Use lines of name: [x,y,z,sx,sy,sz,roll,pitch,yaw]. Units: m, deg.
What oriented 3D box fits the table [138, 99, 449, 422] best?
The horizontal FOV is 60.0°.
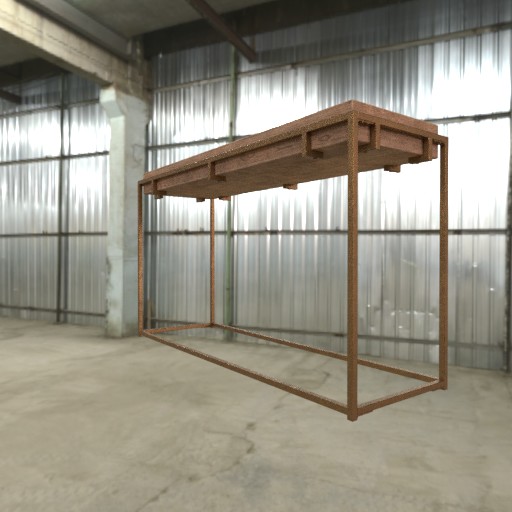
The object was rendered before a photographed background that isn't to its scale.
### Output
table: [0.000,0.000,1.802,0.440,0.820,1.400,0,1,-37]
